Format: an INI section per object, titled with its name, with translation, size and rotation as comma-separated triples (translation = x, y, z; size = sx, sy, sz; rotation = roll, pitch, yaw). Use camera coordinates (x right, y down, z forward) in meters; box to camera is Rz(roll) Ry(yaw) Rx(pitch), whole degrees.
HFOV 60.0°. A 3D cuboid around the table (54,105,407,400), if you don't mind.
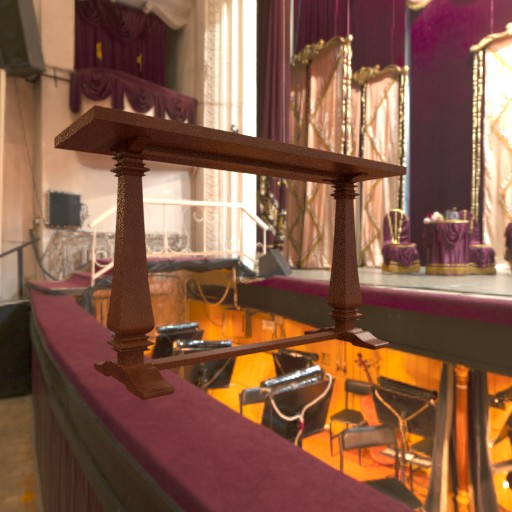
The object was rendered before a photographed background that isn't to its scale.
[table]
translation = 0.000, 0.000, 1.863
size = 1.478, 0.852, 0.461
rotation = -1, 1, -38
